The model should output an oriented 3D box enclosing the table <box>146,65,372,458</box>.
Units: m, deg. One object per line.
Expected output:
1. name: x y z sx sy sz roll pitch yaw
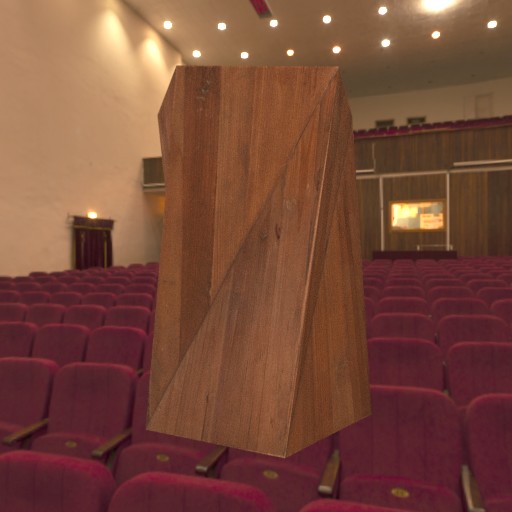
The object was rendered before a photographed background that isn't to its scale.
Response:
1. table: 0.000 0.000 0.884 0.441 0.604 0.425 0 0 19
